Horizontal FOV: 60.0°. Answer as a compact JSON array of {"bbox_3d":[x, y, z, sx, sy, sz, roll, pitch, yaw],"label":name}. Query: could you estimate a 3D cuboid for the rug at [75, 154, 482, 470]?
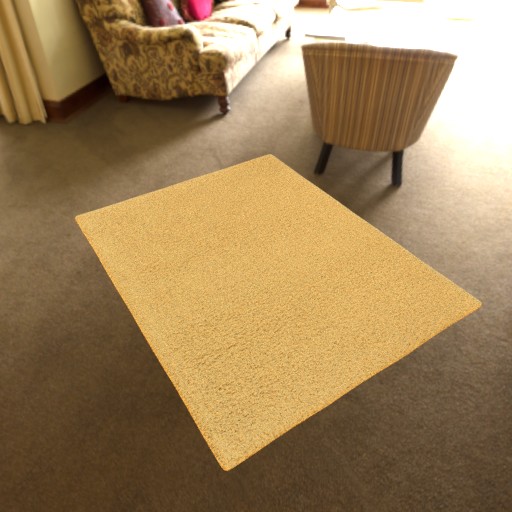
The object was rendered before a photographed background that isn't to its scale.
[{"bbox_3d":[0.000,0.000,4.069,2.438,0.029,3.047,-23,46,-25],"label":"rug"}]
